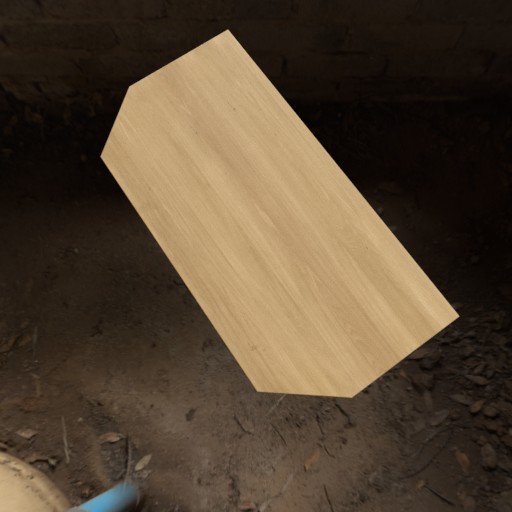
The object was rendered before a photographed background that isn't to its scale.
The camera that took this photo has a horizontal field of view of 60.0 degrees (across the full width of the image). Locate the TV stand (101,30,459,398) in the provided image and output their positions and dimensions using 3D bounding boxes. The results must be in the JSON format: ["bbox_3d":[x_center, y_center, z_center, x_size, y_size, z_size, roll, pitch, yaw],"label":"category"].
[{"bbox_3d":[0.000,0.000,1.343,0.425,0.781,0.851,-34,78,-8],"label":"TV stand"}]
